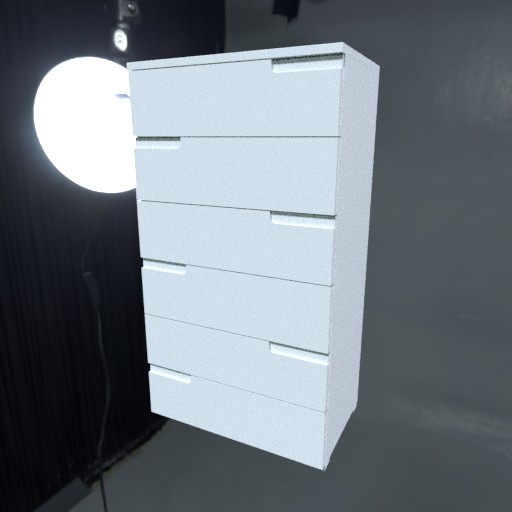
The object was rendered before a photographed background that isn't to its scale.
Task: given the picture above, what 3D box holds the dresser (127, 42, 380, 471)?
[{"bbox_3d":[0.000,0.000,1.485,0.650,1.190,0.400,7,17,26],"label":"dresser"}]
